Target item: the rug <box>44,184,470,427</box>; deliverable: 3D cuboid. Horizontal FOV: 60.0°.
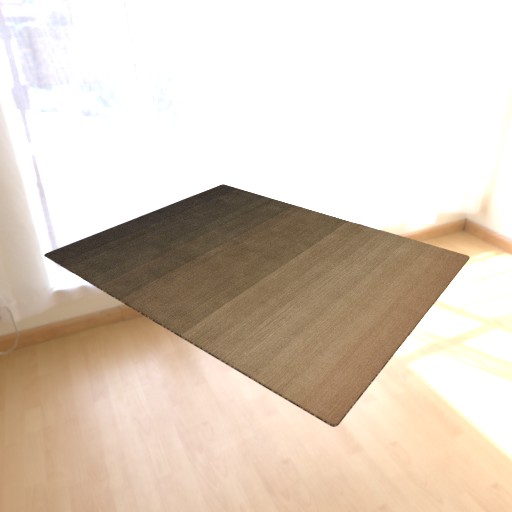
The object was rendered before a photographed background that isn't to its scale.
[{"bbox_3d":[0.000,0.000,3.832,2.902,0.017,2.306,21,36,33],"label":"rug"}]
